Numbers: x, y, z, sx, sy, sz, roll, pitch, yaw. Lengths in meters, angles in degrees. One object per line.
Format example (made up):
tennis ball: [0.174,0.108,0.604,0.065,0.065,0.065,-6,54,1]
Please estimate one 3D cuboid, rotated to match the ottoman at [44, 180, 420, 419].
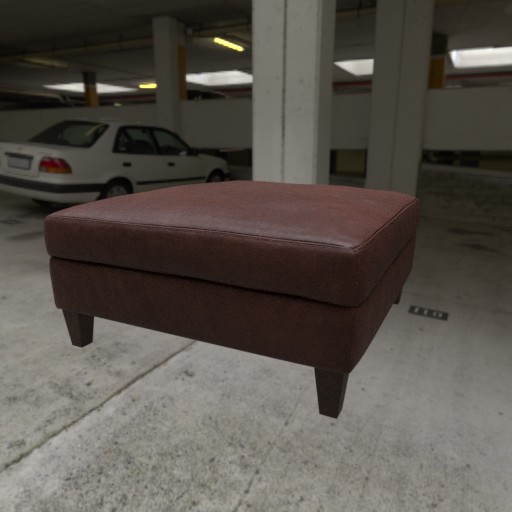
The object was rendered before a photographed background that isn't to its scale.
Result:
ottoman: [0.000,0.000,1.331,0.836,0.415,0.844,7,16,26]
